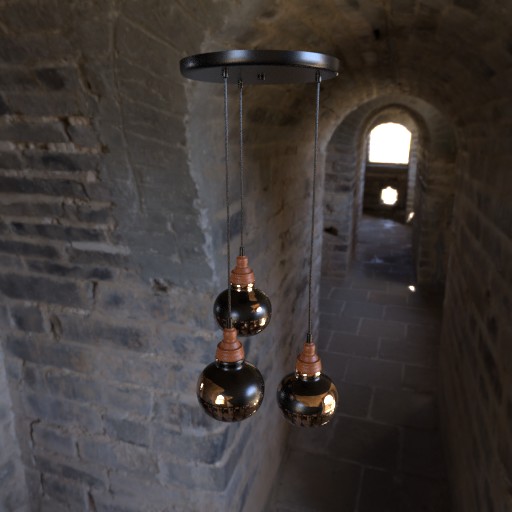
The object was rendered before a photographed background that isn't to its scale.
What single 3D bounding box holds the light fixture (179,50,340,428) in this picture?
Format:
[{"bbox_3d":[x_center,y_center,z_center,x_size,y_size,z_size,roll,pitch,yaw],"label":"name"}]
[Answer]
[{"bbox_3d":[0.000,0.000,1.766,0.608,1.410,0.605,-8,17,-27],"label":"light fixture"}]
